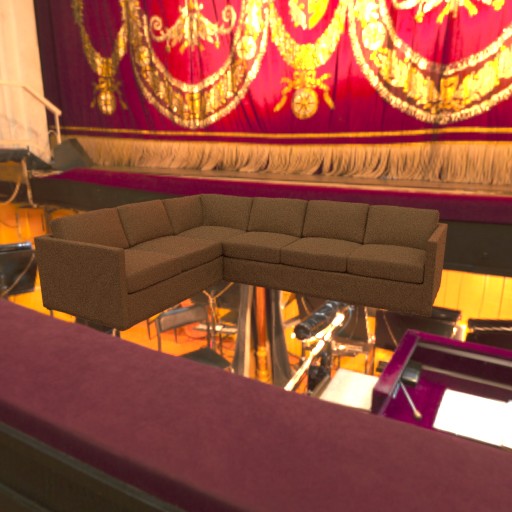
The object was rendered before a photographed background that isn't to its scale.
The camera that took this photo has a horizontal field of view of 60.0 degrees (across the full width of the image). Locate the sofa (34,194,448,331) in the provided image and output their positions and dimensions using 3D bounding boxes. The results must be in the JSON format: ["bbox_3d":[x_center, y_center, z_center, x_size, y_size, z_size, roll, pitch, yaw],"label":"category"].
[{"bbox_3d":[0.000,0.000,4.280,3.182,0.871,2.432,8,17,27],"label":"sofa"}]
